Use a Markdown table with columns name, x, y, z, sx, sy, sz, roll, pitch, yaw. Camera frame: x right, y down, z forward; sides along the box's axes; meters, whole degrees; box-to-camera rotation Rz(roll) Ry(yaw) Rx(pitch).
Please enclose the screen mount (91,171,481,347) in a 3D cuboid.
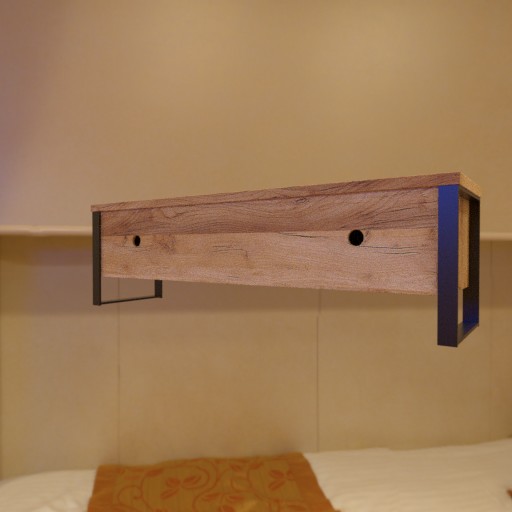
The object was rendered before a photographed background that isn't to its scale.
| name | x | y | z | sx | sy | sz | roll | pitch | yaw |
| --- | --- | --- | --- | --- | --- | --- | --- | --- | --- |
| screen mount | 0.000 | 0.000 | 1.723 | 1.524 | 0.450 | 0.395 | 1 | 1 | 34 |
